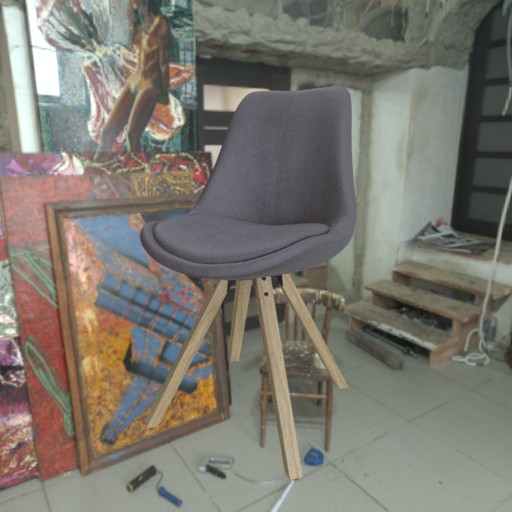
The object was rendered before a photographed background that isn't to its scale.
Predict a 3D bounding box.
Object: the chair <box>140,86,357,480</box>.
[{"bbox_3d":[0.000,0.000,1.143,0.483,0.865,0.547,7,16,26],"label":"chair"}]
